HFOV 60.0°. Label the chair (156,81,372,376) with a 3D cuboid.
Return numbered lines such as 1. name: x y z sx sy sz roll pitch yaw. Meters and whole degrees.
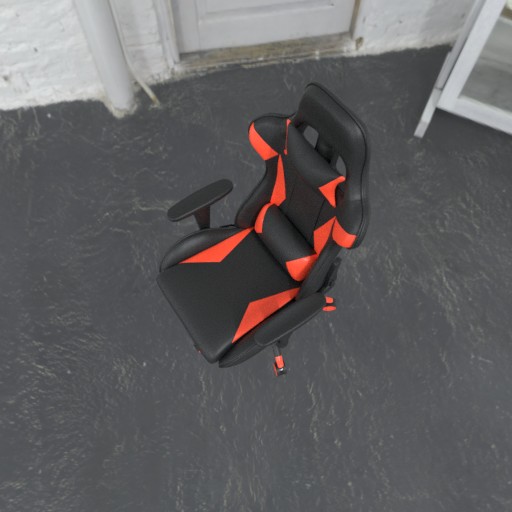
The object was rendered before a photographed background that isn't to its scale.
1. chair: 0.000 0.000 1.706 0.730 1.282 0.695 -32 68 -15
